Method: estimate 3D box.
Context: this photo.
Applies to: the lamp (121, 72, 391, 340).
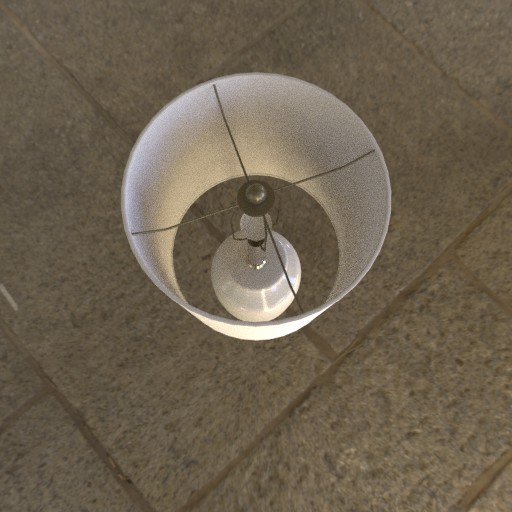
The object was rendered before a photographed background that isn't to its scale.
[{"bbox_3d":[0.000,0.000,0.498,0.188,0.392,0.188,18,77,4],"label":"lamp"}]
